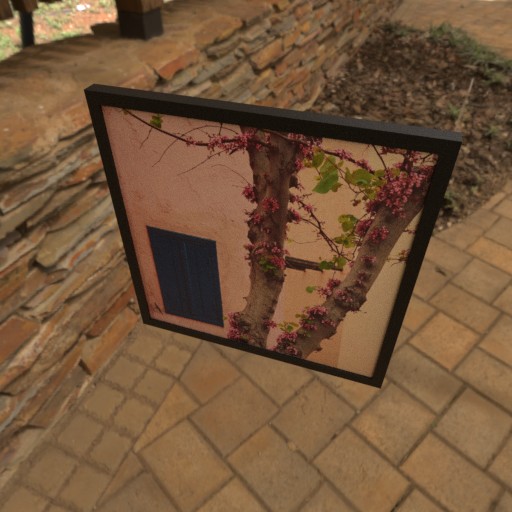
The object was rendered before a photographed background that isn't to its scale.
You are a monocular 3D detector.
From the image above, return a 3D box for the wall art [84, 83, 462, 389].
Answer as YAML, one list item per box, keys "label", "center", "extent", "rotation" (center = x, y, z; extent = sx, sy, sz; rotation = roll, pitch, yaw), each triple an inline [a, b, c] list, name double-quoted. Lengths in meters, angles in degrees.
- label: "wall art"
  center: [0.000, 0.000, 1.117]
  extent: [0.762, 0.762, 0.038]
  rotation: [12, 42, 14]
